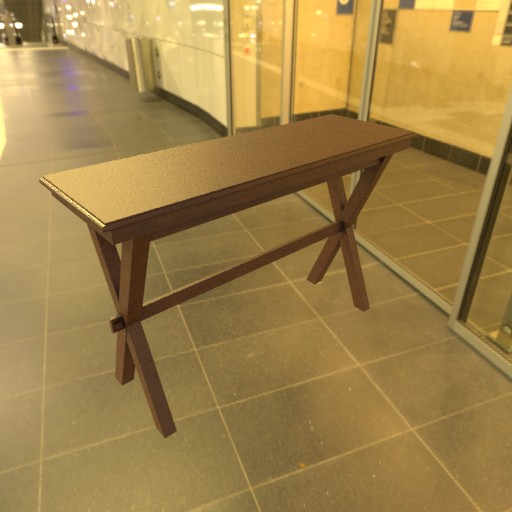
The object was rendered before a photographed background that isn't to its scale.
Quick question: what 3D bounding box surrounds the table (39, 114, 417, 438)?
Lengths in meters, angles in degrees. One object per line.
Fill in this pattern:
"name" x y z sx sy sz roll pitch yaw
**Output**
"table" 0.000 0.000 1.585 1.197 0.763 0.399 -23 37 -35
